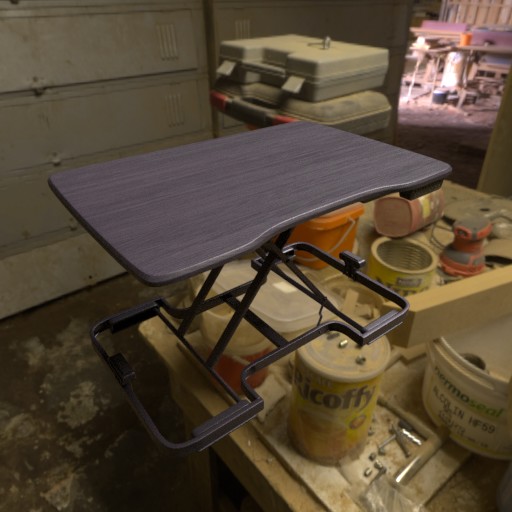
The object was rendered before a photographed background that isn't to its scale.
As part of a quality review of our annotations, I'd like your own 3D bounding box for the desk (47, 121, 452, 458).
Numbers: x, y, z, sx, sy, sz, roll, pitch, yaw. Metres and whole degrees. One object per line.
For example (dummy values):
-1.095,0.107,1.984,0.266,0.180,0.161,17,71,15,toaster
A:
0.000,0.000,1.154,0.820,0.470,0.546,-22,38,-31,desk
